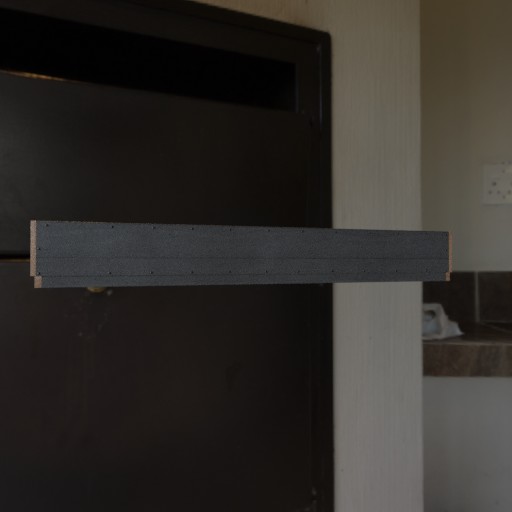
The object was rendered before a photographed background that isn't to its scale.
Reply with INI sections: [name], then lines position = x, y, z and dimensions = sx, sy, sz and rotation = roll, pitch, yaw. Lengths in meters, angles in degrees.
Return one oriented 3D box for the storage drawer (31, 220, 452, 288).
[storage drawer]
position = 0.000, 0.000, 2.305
dimensions = 2.032, 0.264, 0.538
rotation = 0, -1, -18
